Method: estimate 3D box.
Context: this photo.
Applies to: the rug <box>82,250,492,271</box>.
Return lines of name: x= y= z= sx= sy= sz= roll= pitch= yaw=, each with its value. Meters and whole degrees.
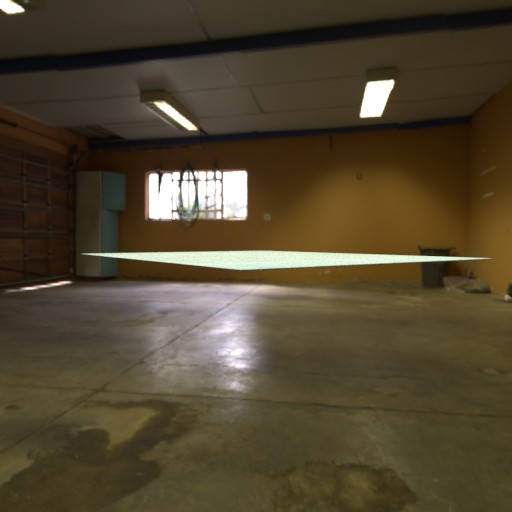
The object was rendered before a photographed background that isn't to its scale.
rug: x=0.000 y=0.000 z=4.188 sx=2.443 sy=0.007 sz=3.200 roll=-1 pitch=2 yaw=-35
